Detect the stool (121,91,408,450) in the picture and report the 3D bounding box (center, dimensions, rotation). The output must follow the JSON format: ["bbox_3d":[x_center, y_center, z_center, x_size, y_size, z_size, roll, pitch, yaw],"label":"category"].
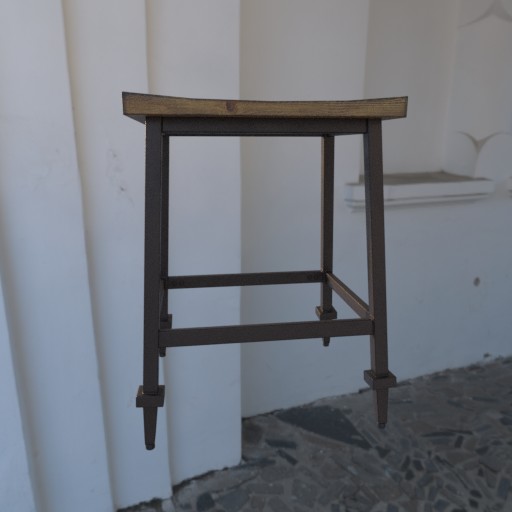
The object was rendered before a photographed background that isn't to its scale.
[{"bbox_3d":[0.000,0.000,0.956,0.486,0.625,0.405,-2,14,-8],"label":"stool"}]
